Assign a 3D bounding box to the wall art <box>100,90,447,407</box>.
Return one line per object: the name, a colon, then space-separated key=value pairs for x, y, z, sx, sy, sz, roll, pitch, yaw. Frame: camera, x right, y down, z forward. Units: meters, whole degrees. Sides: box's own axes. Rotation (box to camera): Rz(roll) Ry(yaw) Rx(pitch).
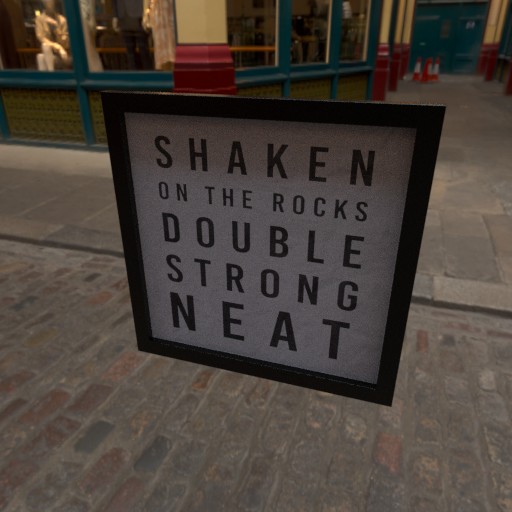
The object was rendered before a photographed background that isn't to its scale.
wall art: x=0.000 y=0.000 z=0.513 sx=0.349 sy=0.349 sz=0.014 roll=8 pitch=28 yaw=16
